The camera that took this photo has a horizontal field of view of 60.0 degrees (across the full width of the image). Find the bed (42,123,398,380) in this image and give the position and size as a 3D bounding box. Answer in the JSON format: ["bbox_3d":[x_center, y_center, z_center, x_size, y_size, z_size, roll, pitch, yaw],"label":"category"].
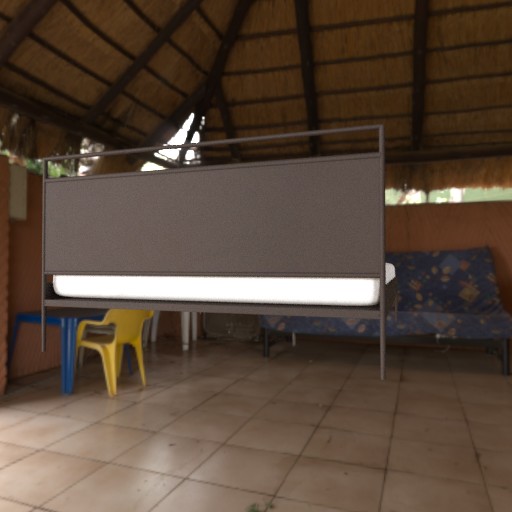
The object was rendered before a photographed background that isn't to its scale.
[{"bbox_3d":[0.000,0.000,3.360,1.993,1.173,2.151,0,-1,19],"label":"bed"}]
